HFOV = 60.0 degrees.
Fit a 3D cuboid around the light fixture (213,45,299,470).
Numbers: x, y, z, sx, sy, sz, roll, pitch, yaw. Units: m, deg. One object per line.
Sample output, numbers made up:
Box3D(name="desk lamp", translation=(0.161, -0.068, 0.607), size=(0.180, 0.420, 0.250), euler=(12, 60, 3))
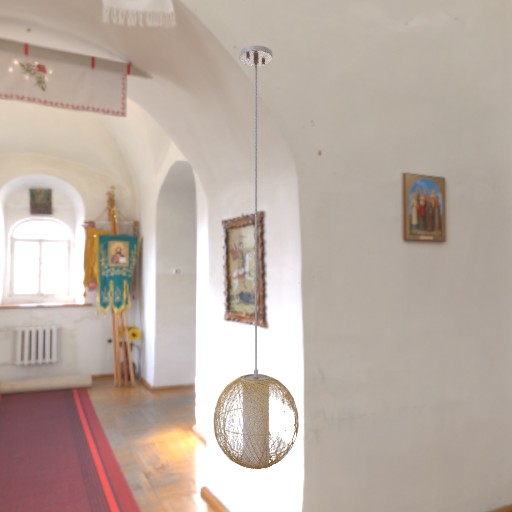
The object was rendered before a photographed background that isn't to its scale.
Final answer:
Box3D(name="light fixture", translation=(0.000, 0.000, 2.118), size=(0.406, 1.955, 0.407), euler=(0, -2, 18))
